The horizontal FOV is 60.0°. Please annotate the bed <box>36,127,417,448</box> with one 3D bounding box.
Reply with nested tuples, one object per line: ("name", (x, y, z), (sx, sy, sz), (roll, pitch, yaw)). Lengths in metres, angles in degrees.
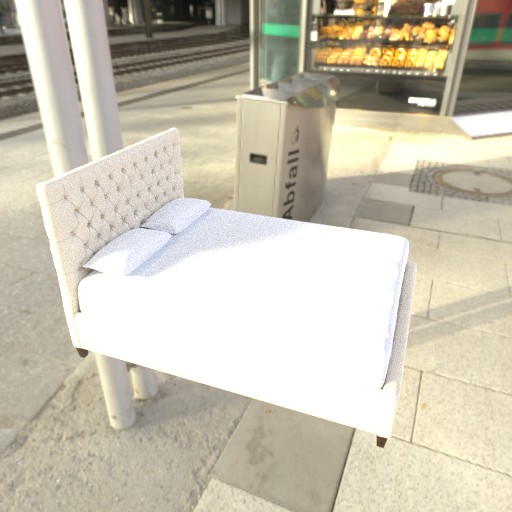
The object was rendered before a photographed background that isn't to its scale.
("bed", (0.000, 0.000, 3.431), (2.387, 1.427, 1.698), (11, 31, 18))
